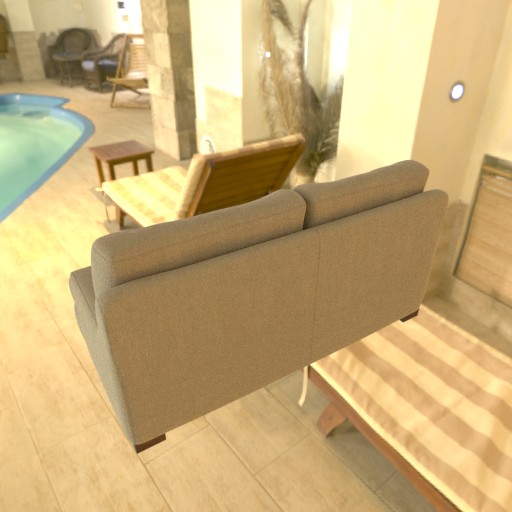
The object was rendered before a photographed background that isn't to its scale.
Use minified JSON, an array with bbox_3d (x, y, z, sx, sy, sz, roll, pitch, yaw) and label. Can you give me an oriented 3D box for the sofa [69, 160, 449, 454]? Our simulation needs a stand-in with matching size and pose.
[{"bbox_3d":[0.000,0.000,2.408,1.855,0.980,0.962,-18,35,-27],"label":"sofa"}]
